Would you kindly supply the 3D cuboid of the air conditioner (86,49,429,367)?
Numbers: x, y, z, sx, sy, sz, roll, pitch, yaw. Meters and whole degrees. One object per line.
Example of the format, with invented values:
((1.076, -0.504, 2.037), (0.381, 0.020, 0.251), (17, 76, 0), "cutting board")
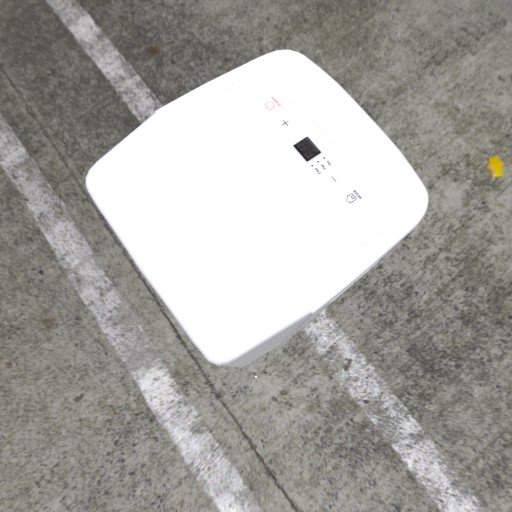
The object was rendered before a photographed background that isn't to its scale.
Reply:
((0.000, 0.000, 0.794), (0.349, 0.606, 0.304), (-36, 78, -9), "air conditioner")
